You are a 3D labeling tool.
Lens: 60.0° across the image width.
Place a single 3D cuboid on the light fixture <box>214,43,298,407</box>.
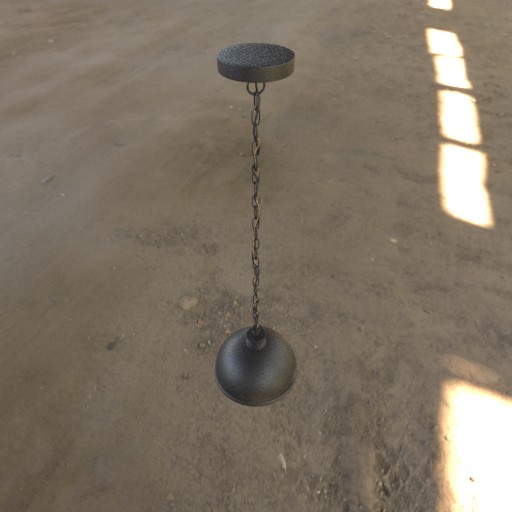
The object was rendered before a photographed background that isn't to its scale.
[{"bbox_3d":[0.000,0.000,1.262,0.304,1.090,0.304,-12,42,-14],"label":"light fixture"}]
